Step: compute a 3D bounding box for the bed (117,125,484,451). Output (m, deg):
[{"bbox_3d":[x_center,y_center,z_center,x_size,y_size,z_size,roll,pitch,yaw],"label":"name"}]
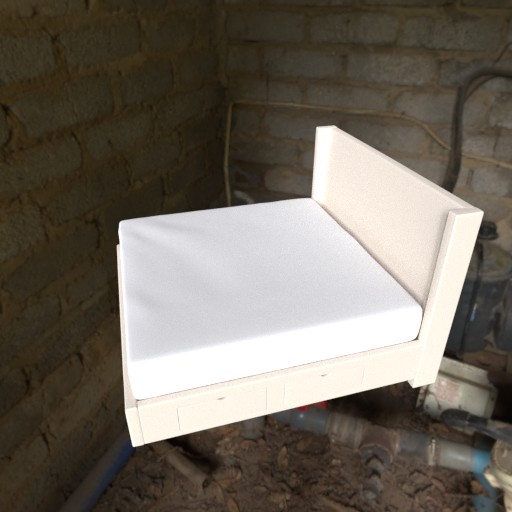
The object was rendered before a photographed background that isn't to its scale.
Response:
[{"bbox_3d":[0.000,0.000,3.675,2.293,1.471,2.145,-9,32,-14],"label":"bed"}]
